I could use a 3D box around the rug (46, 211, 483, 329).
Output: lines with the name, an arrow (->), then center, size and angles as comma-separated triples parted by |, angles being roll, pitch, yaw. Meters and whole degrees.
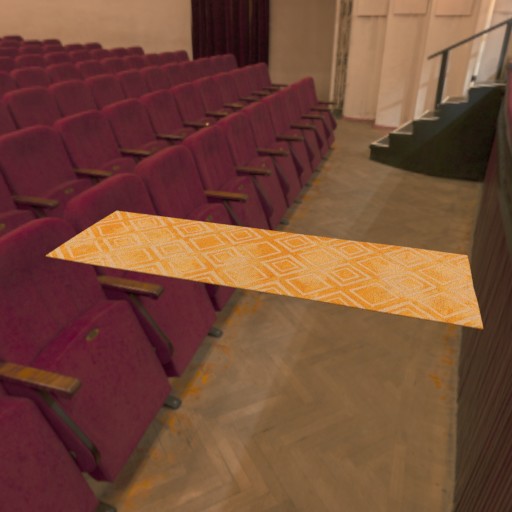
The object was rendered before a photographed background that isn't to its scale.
rug -> 0.000, 0.000, 2.679 | 2.438, 0.010, 0.775 | 8, 29, 15
